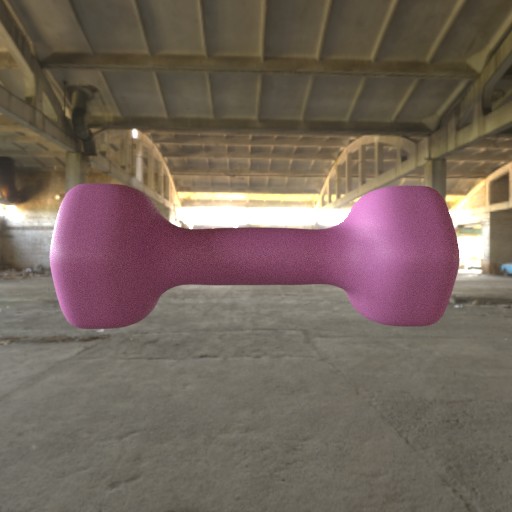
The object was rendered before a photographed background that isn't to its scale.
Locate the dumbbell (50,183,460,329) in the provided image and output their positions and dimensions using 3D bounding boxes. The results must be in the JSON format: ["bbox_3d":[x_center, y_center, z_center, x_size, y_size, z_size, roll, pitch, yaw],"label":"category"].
[{"bbox_3d":[0.000,0.000,0.187,0.159,0.058,0.064,0,0,-2],"label":"dumbbell"}]
